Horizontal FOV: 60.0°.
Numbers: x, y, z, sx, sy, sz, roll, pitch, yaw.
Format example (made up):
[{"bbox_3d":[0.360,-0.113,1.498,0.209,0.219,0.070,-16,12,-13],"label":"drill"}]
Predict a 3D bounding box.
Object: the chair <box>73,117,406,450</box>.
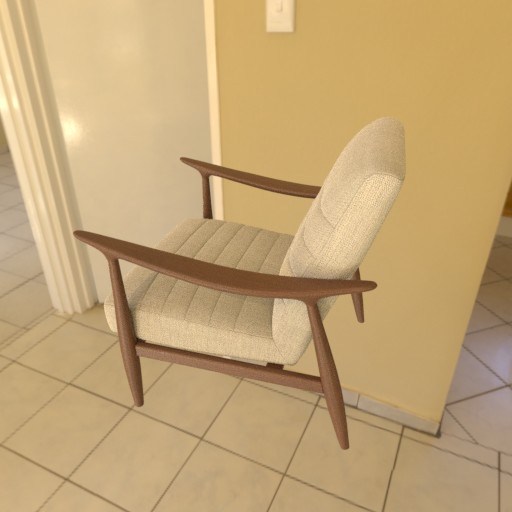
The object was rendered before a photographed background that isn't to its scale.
[{"bbox_3d":[0.000,0.000,1.424,0.798,0.832,0.741,8,31,14],"label":"chair"}]
